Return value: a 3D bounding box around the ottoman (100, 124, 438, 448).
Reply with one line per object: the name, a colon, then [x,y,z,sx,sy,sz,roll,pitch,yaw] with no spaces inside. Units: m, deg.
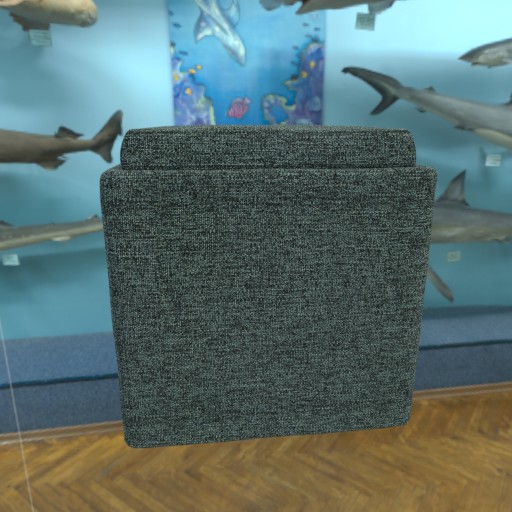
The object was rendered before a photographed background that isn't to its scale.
ottoman: [0.000,0.000,0.815,0.450,0.463,0.450,-2,16,-7]
